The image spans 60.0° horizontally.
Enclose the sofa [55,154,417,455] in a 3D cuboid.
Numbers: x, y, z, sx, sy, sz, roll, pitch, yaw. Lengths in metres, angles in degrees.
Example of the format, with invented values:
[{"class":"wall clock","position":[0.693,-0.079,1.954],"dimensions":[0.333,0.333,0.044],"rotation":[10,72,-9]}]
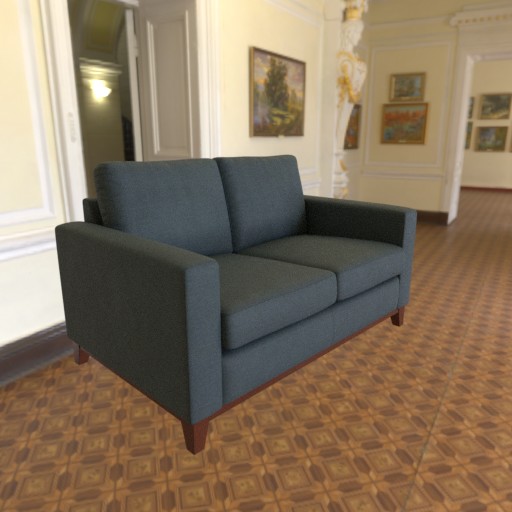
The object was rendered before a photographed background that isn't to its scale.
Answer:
[{"class":"sofa","position":[0.000,0.000,2.109],"dimensions":[0.955,0.903,1.489],"rotation":[14,21,42]}]
